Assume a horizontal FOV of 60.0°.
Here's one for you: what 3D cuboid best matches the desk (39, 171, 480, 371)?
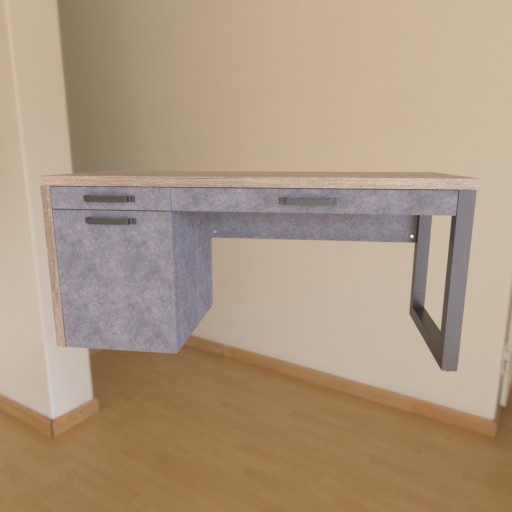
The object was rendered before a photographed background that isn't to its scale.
[{"bbox_3d":[0.000,0.000,2.086,1.700,0.760,0.690,2,13,8],"label":"desk"}]
